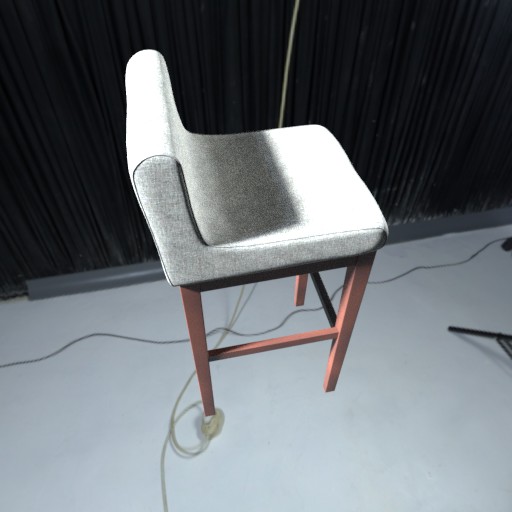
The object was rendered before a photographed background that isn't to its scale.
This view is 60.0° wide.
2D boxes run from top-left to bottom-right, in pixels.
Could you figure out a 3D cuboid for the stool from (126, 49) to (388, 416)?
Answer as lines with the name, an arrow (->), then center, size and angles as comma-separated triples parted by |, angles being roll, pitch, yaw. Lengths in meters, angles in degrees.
stool -> 0.000, 0.000, 1.188 | 0.499, 0.965, 0.426 | -9, 46, -8
